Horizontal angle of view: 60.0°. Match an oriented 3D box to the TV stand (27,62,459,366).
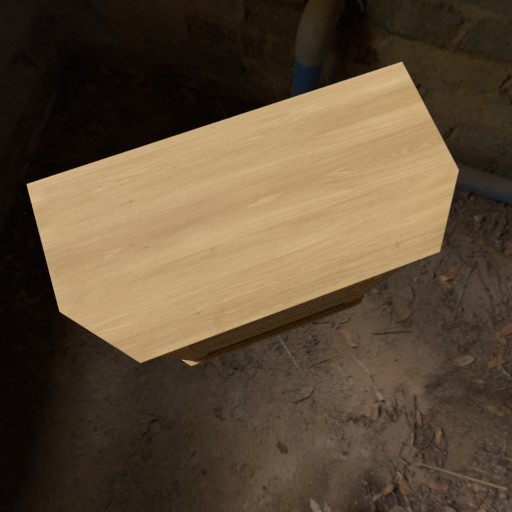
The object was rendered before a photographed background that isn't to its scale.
[{"bbox_3d":[0.000,0.000,1.279,0.851,0.781,0.425,-20,76,-5],"label":"TV stand"}]
